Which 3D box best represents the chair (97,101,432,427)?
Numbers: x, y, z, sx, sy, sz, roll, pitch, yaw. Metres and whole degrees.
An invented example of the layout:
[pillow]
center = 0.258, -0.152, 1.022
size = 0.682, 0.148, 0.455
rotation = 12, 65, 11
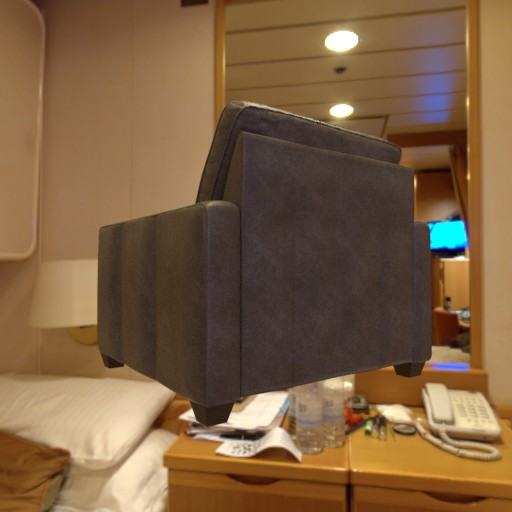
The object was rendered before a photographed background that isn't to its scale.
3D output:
[chair]
center = 0.000, 0.000, 1.775
size = 1.006, 0.916, 0.939
rotation = 1, -2, -36
